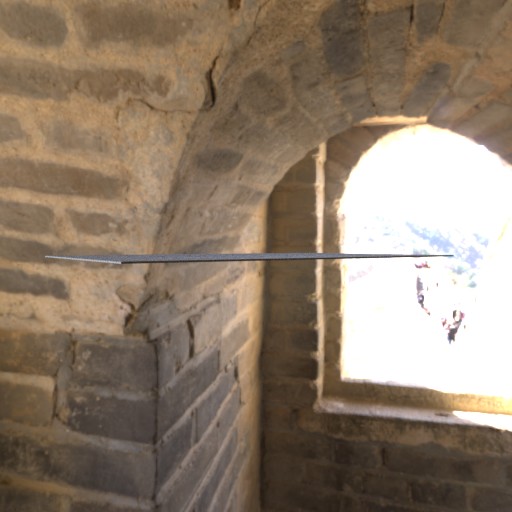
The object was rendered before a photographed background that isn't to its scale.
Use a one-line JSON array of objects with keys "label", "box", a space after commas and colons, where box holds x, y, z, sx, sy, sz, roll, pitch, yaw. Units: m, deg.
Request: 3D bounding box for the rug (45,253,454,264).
[{"label": "rug", "box": [0.000, 0.000, 3.101, 2.430, 0.010, 1.515, -1, 1, -36]}]
